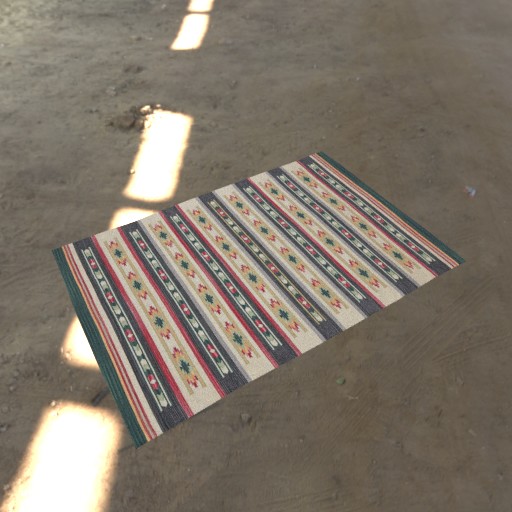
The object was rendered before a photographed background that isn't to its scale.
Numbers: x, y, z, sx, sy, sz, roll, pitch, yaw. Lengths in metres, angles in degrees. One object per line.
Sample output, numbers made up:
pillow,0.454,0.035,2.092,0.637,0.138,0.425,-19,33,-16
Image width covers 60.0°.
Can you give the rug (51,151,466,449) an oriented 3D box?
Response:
rug,0.000,0.000,2.331,1.825,0.009,1.221,-24,50,-22
